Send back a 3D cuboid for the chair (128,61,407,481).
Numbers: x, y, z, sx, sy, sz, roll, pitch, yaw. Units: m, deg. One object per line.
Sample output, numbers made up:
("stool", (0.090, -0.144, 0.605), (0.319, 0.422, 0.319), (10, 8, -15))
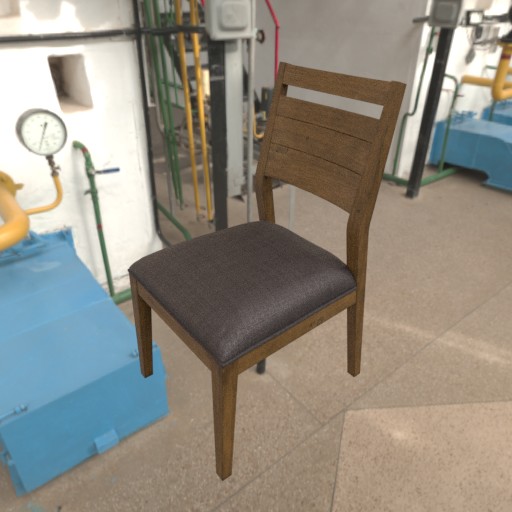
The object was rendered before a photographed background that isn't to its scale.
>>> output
("chair", (0.000, 0.000, 1.262), (0.610, 0.939, 0.501), (-22, 37, -32))
